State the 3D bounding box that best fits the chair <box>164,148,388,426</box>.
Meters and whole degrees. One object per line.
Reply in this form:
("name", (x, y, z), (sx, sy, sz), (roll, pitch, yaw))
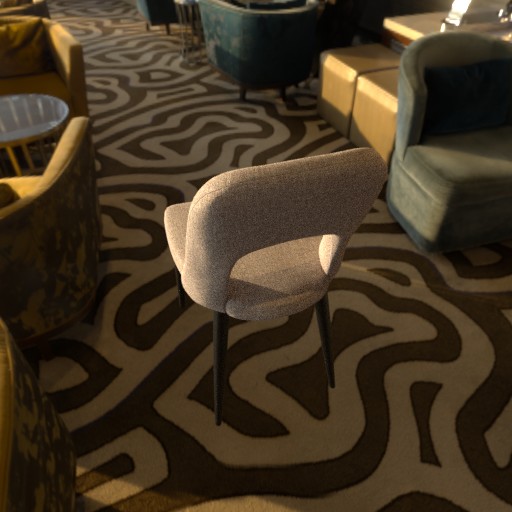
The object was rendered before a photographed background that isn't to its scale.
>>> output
("chair", (0.000, 0.000, 1.309), (0.470, 0.931, 0.612), (-13, 43, -14))
